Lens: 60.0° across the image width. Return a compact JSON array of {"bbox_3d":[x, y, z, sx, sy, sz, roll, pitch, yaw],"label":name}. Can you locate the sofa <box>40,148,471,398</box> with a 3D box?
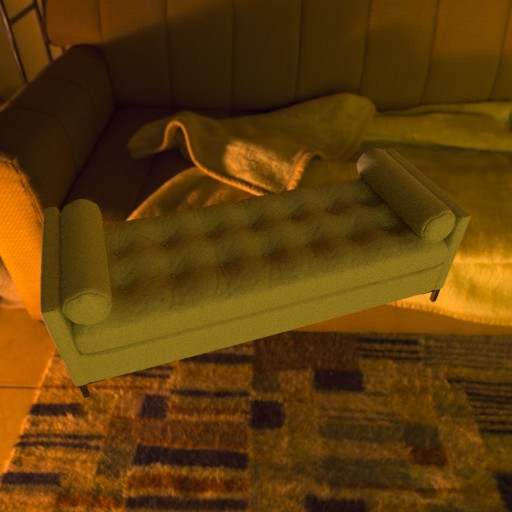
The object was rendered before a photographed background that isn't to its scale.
[{"bbox_3d":[0.000,0.000,2.479,2.102,0.705,0.796,-13,43,-14],"label":"sofa"}]
